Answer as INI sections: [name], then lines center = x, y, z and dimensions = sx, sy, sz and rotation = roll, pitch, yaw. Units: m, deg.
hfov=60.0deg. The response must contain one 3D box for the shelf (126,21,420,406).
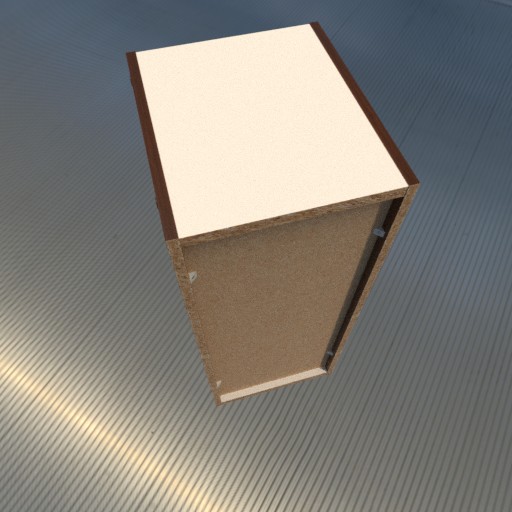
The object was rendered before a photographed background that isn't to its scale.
[shelf]
center = 0.000, 0.000, 0.740
dimensions = 0.253, 0.600, 0.290
rotation = -14, 59, -8
